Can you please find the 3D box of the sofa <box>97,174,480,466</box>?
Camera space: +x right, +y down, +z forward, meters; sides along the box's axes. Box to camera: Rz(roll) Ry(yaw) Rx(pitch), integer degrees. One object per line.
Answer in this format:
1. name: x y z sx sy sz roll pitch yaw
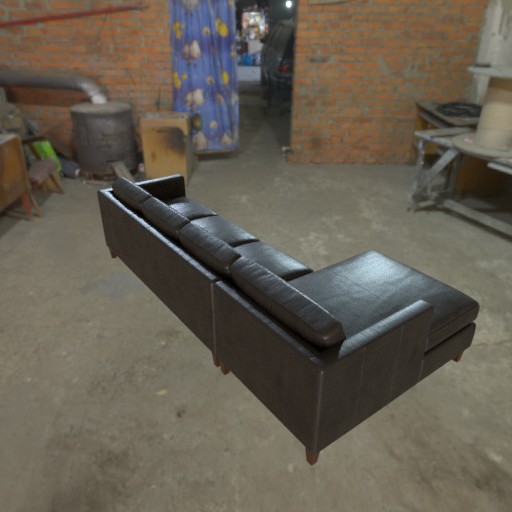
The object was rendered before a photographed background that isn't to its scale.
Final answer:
1. sofa: 0.000 0.000 3.814 1.581 0.883 3.203 -19 33 -32
